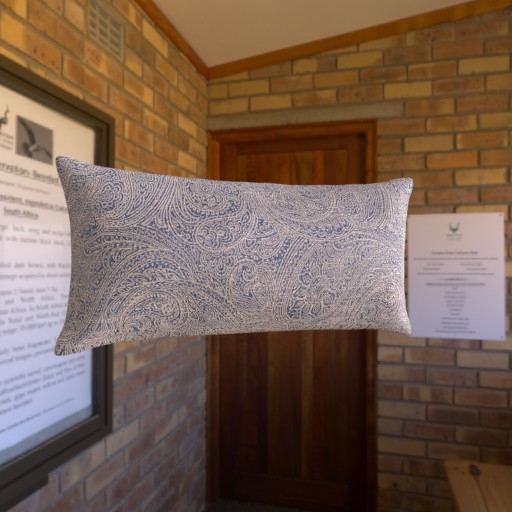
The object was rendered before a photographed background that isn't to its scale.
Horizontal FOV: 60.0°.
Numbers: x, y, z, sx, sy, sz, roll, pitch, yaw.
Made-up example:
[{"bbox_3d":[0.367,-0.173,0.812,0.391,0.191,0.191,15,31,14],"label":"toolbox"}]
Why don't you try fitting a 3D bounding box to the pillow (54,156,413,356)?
[{"bbox_3d":[0.000,0.000,0.738,0.615,0.295,0.151,0,-1,-17],"label":"pillow"}]
